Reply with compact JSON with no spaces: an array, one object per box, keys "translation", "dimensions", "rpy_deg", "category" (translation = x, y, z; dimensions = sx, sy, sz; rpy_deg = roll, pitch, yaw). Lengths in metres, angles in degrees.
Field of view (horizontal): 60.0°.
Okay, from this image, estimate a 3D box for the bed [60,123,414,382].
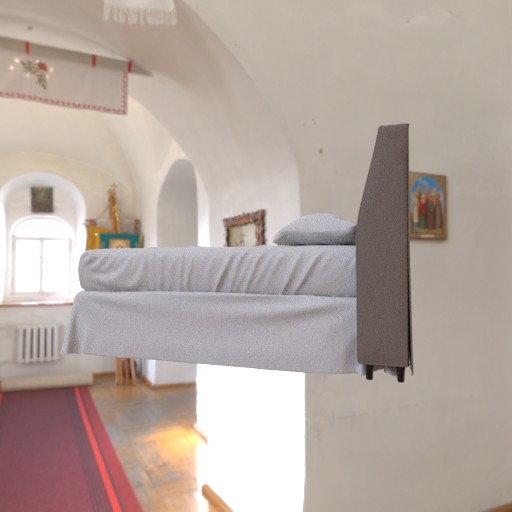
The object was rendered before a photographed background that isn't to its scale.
[{"translation":[0.000,0.000,3.459],"dimensions":[2.276,1.332,1.925],"rpy_deg":[0,-1,19],"category":"bed"}]
